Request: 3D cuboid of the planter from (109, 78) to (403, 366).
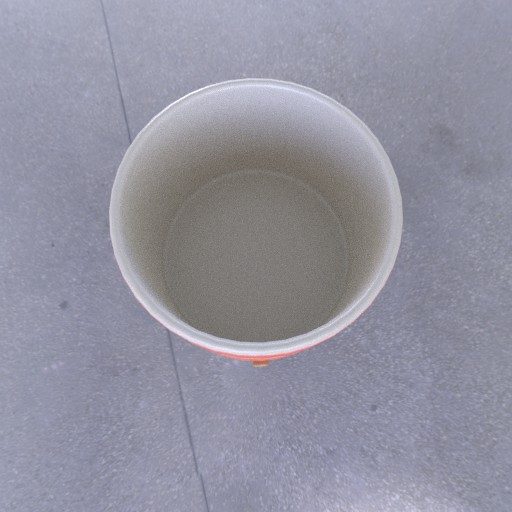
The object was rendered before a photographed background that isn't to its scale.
[{"bbox_3d":[0.000,0.000,0.414,0.199,0.268,0.199,0,76,0],"label":"planter"}]
